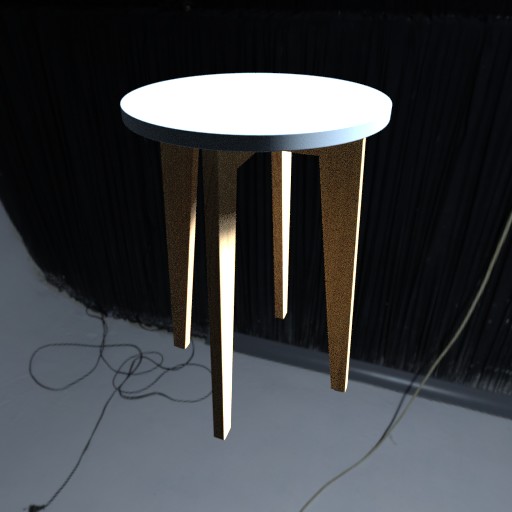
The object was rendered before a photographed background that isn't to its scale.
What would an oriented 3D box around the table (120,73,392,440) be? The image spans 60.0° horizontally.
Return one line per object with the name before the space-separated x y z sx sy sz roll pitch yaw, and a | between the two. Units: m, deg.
table | 0.000 0.000 0.721 0.350 0.500 0.350 0 32 0
